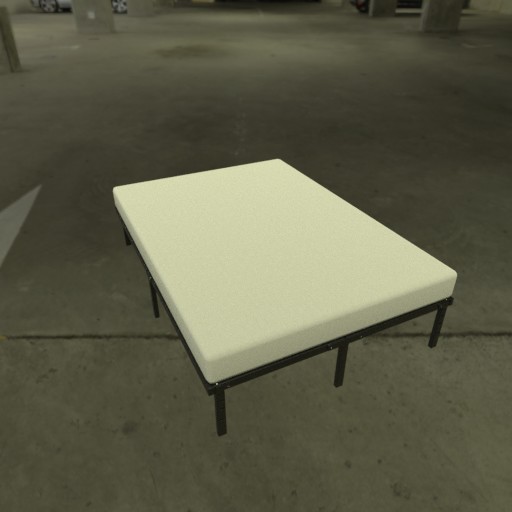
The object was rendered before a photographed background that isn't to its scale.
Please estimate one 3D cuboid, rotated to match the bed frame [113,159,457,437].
[{"bbox_3d":[0.000,0.000,3.900,2.205,0.680,2.842,-10,33,-16],"label":"bed frame"}]
